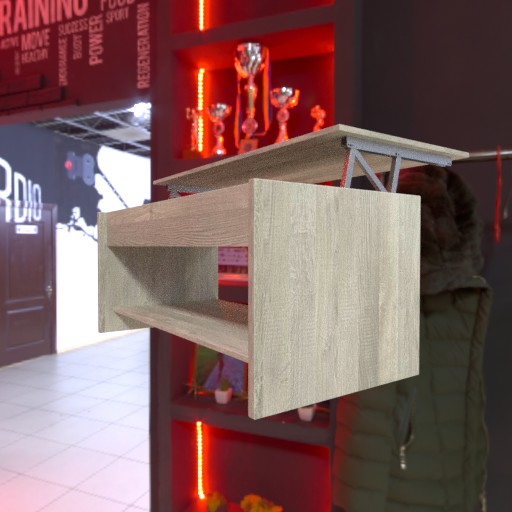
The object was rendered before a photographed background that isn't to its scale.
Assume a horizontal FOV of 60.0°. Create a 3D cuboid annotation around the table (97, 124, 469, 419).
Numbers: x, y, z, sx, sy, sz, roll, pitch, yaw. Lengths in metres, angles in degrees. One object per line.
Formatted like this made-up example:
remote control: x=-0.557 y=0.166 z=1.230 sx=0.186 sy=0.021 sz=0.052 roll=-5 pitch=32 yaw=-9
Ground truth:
table: x=0.000 y=0.000 z=1.413 sx=0.712 sy=0.570 sz=1.000 roll=-1 pitch=2 yaw=-35
